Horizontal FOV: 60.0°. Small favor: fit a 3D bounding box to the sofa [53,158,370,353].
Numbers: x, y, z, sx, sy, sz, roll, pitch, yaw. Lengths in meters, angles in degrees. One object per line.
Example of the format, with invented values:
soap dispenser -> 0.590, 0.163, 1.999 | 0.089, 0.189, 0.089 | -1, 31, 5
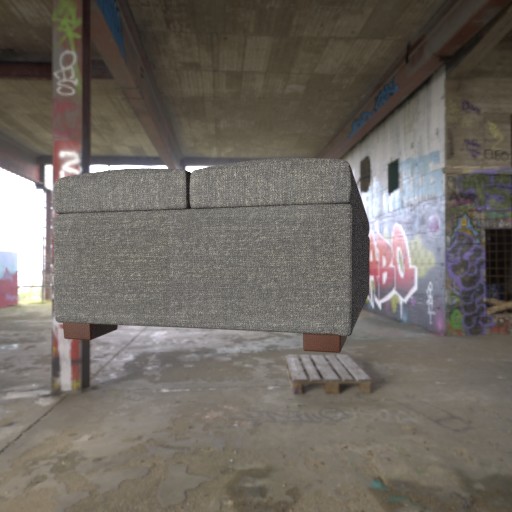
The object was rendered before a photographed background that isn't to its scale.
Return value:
sofa -> 0.000, 0.000, 1.578 | 0.782, 0.417, 1.198 | 0, -1, 16
